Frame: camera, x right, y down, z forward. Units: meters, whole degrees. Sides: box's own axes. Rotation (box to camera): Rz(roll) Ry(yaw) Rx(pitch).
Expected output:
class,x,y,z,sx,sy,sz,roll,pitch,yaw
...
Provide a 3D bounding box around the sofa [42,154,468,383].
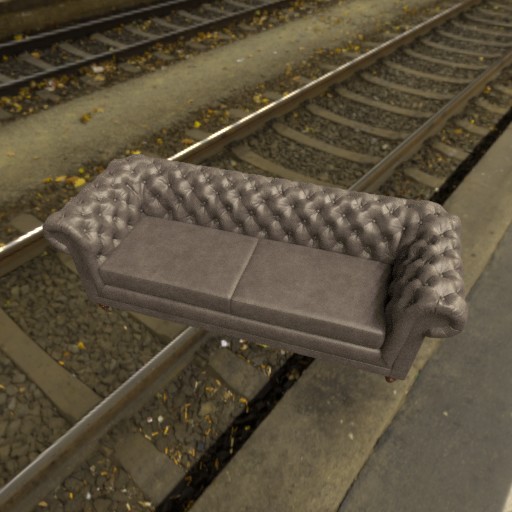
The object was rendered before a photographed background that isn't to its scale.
class,x,y,z,sx,sy,sz,roll,pitch,yaw
sofa,0.000,0.000,2.858,2.385,0.783,0.944,12,43,13
